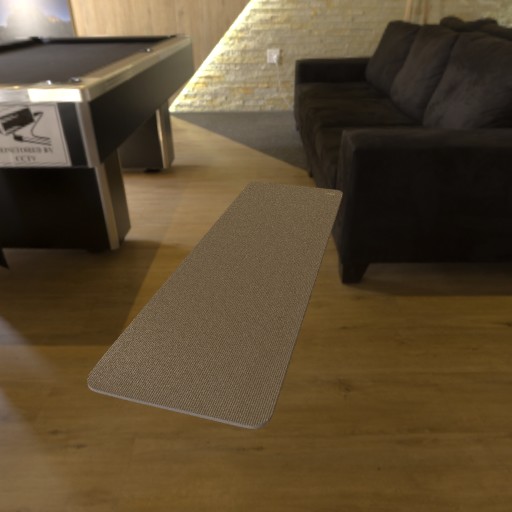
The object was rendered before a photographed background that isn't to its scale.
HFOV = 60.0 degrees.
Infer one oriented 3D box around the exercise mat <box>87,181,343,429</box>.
[{"bbox_3d":[0.000,0.000,2.112,0.616,0.021,1.884,8,31,14],"label":"exercise mat"}]
